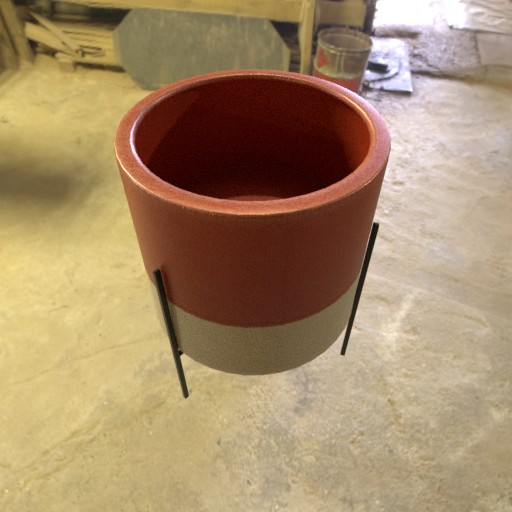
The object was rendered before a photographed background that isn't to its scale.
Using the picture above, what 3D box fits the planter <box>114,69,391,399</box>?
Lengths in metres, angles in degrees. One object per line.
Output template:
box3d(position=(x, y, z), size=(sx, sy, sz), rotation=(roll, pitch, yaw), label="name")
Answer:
box3d(position=(0.000, 0.000, 0.722), size=(0.354, 0.465, 0.345), rotation=(10, 47, 9), label="planter")
